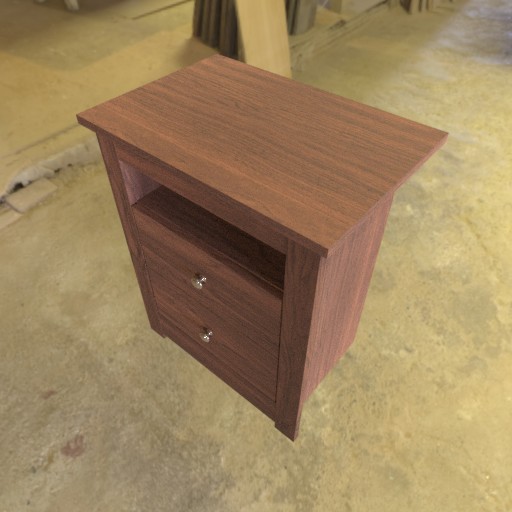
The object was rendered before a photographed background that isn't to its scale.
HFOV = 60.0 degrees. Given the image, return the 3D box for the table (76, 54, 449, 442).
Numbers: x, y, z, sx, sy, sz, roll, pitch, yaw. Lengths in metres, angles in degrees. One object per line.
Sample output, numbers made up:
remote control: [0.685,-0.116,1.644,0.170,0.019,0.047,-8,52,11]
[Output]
table: [0.000,0.000,1.094,0.589,0.711,0.406,31,53,27]
